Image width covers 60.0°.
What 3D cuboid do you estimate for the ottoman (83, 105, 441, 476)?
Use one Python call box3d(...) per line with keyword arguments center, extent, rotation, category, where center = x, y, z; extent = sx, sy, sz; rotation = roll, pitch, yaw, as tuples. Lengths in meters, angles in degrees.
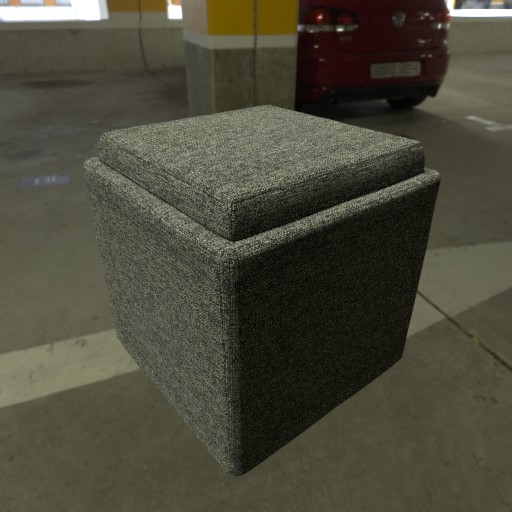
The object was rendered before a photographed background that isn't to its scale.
box3d(center=(0.000, 0.000, 0.837), extent=(0.450, 0.463, 0.450), rotation=(-22, 37, -33), category="ottoman")
